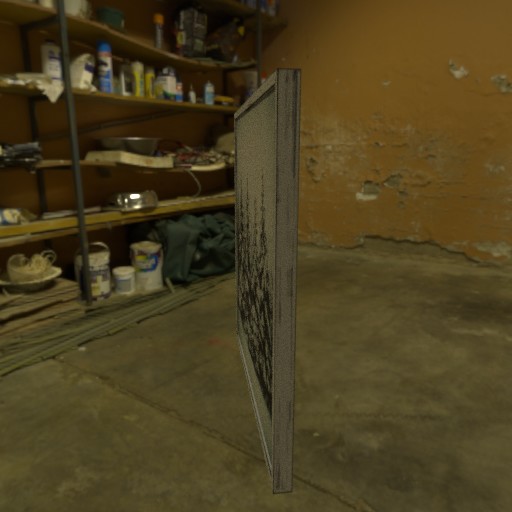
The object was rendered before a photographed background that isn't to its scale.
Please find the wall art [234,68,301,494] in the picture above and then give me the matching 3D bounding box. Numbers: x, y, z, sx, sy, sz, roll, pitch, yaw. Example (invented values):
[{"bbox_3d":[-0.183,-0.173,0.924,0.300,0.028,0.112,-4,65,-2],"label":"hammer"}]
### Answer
[{"bbox_3d":[0.000,0.000,1.131,0.037,0.761,0.761,-2,13,-8],"label":"wall art"}]
